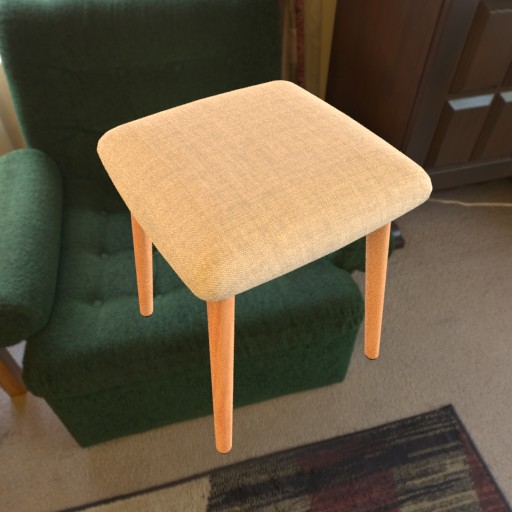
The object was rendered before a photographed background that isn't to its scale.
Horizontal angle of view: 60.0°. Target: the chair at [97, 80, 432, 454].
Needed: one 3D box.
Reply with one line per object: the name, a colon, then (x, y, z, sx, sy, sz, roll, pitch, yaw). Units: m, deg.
chair: (0.000, 0.000, 0.717, 0.350, 0.440, 0.350, -25, 51, -22)
